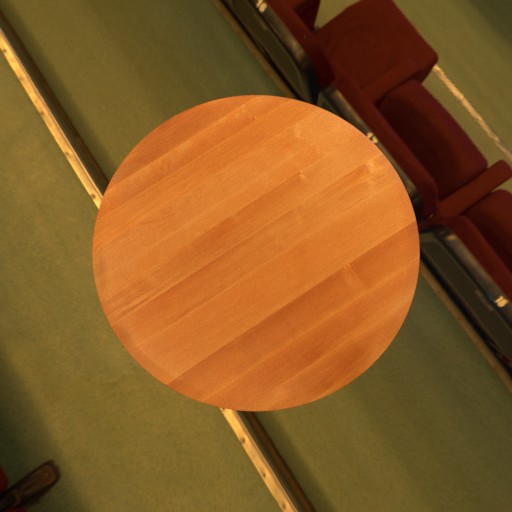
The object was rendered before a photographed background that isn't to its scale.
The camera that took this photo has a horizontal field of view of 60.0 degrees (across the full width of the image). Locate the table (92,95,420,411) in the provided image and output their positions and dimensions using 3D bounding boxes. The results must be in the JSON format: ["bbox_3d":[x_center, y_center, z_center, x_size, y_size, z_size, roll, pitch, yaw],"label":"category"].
[{"bbox_3d":[0.000,0.000,1.410,0.900,0.400,0.900,0,76,0],"label":"table"}]
